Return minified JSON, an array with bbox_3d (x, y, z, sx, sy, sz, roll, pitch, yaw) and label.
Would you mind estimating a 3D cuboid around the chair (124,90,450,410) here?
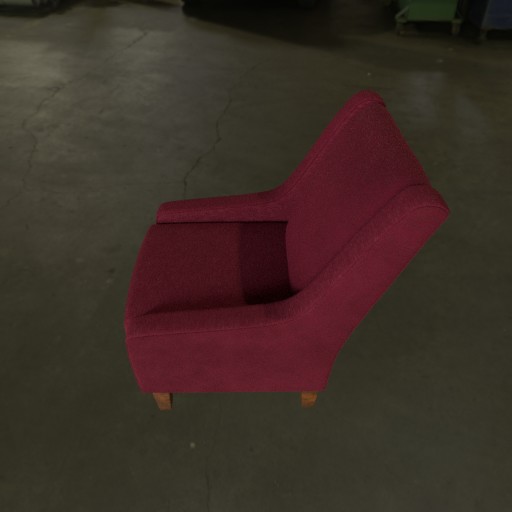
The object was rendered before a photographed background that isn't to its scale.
[{"bbox_3d":[0.000,0.000,1.724,0.985,1.017,0.793,-1,41,-1],"label":"chair"}]
